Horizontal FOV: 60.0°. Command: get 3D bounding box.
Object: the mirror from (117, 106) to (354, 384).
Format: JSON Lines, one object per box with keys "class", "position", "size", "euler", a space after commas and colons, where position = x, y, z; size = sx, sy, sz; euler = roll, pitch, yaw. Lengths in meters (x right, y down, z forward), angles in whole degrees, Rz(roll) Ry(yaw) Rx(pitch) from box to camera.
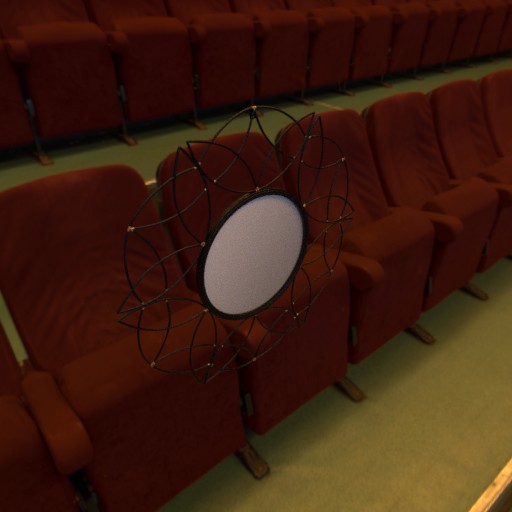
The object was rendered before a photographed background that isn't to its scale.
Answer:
{"class": "mirror", "position": [0.000, 0.000, 1.183], "size": [0.797, 0.775, 0.028], "euler": [-24, 39, -33]}
